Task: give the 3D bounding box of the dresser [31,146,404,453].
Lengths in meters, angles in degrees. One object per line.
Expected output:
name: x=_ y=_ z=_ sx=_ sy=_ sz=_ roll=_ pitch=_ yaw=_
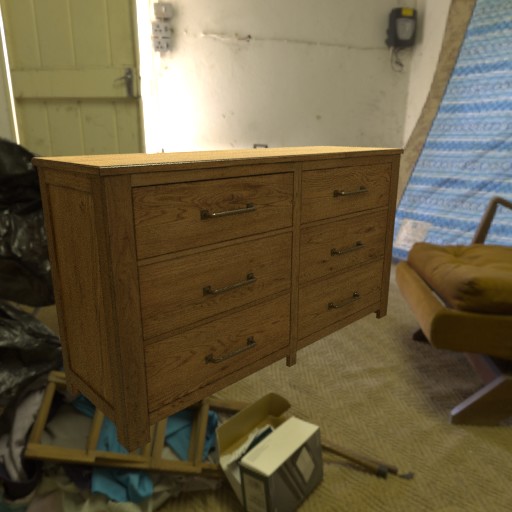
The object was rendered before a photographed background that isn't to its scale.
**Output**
dresser: x=0.000 y=0.000 z=2.044 sx=1.657 sy=0.932 sz=0.563 roll=-15 pitch=22 yaw=-42
